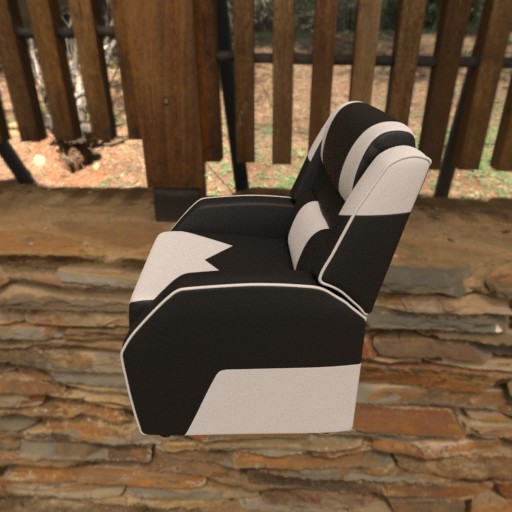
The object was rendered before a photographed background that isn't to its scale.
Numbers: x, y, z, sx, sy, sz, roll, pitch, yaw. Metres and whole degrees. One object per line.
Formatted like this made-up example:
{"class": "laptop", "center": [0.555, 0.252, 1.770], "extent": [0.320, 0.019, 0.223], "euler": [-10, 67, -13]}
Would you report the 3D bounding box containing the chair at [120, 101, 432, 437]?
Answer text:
{"class": "chair", "center": [0.000, 0.000, 1.273], "extent": [0.672, 0.805, 0.620], "euler": [-1, 27, -1]}
